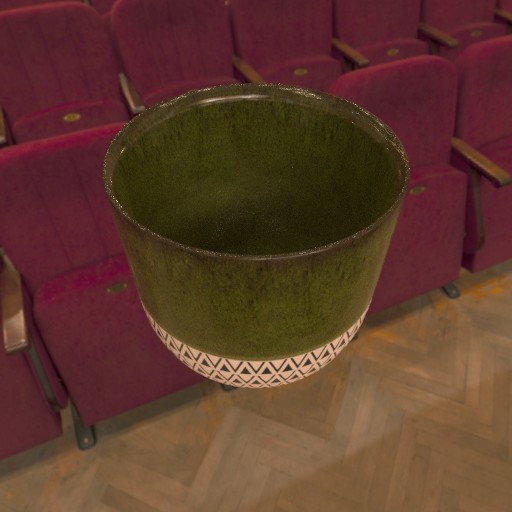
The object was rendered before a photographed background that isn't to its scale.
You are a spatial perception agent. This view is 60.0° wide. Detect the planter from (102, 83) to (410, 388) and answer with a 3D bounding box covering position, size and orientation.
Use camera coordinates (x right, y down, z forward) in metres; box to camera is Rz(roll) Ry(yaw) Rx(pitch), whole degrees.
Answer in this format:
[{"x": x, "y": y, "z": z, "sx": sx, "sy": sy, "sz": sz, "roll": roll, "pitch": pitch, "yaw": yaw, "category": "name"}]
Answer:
[{"x": 0.000, "y": 0.000, "z": 0.488, "sx": 0.266, "sy": 0.270, "sz": 0.266, "roll": 0, "pitch": 46, "yaw": 0, "category": "planter"}]
